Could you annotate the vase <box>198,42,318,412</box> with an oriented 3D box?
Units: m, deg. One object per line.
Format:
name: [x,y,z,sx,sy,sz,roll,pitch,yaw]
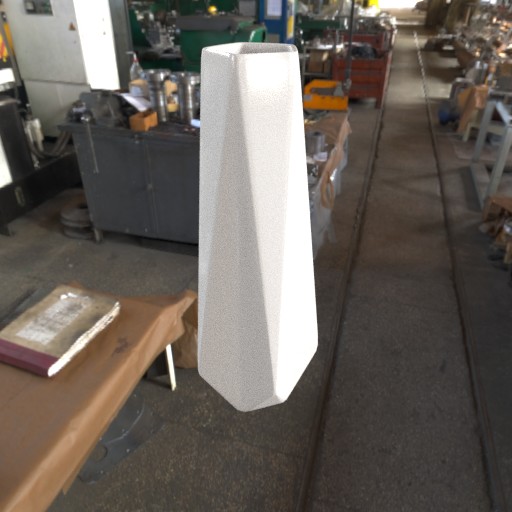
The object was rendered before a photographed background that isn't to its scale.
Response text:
vase: [0.000,0.000,0.386,0.122,0.329,0.116,-9,33,-15]
